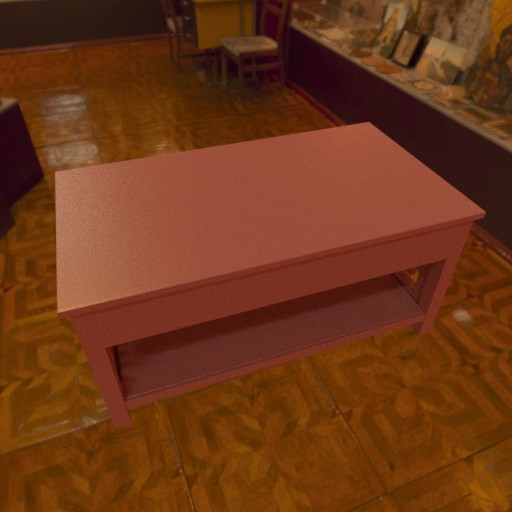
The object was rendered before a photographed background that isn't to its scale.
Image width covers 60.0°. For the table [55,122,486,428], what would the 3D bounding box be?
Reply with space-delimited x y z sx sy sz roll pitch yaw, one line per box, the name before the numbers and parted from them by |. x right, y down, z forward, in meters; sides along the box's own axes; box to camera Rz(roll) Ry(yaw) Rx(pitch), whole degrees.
table | 0.000 0.000 1.409 1.068 0.493 0.612 -13 42 -15
